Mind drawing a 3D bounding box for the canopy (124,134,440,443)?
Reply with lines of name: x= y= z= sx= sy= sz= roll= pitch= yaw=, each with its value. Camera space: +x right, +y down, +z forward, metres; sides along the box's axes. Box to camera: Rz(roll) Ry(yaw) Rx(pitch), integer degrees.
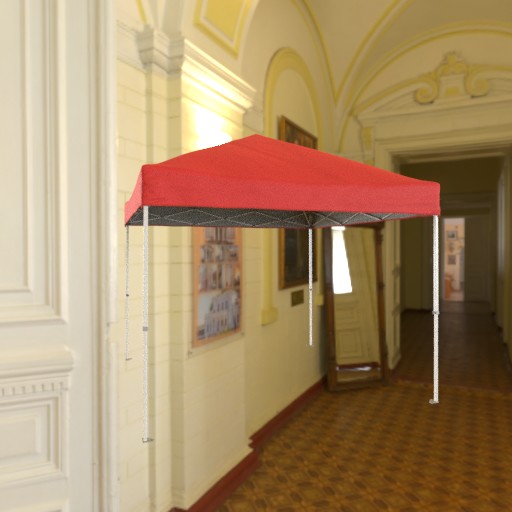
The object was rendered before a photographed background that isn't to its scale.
canopy: x=0.000 y=0.000 z=5.466 sx=2.996 sy=2.997 sz=2.998 roll=0 pitch=1 yaw=-19
